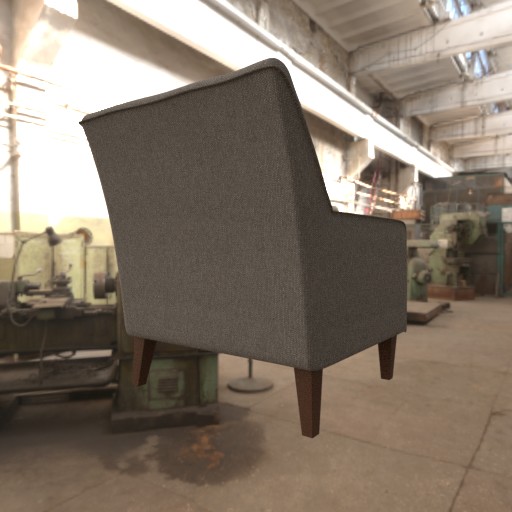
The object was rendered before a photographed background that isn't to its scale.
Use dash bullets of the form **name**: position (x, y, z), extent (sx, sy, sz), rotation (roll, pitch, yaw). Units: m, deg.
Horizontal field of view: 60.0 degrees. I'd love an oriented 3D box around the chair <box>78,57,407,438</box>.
- **chair**: position (0.000, 0.000, 1.544), extent (0.780, 0.919, 0.899), rotation (1, 2, 37)
